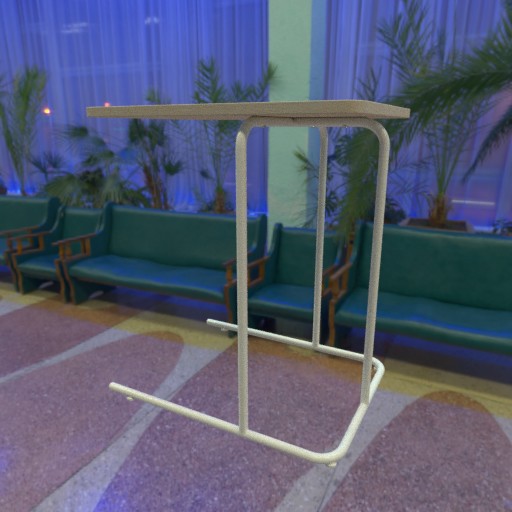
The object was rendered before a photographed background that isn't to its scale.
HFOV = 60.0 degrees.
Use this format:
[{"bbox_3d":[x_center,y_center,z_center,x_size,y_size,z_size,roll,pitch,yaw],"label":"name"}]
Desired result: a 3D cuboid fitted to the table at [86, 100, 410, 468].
[{"bbox_3d":[0.000,0.000,0.871,0.480,0.550,0.370,8,18,27],"label":"table"}]
